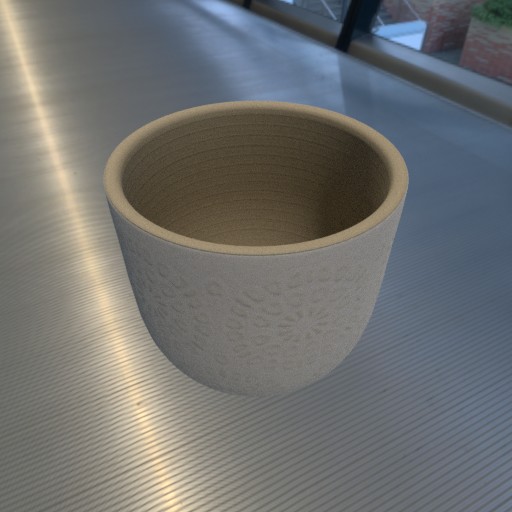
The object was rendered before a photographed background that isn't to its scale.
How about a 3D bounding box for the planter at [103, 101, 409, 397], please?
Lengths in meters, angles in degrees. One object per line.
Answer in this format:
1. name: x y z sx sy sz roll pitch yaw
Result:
1. planter: 0.000 0.000 0.221 0.124 0.109 0.124 0 41 0
